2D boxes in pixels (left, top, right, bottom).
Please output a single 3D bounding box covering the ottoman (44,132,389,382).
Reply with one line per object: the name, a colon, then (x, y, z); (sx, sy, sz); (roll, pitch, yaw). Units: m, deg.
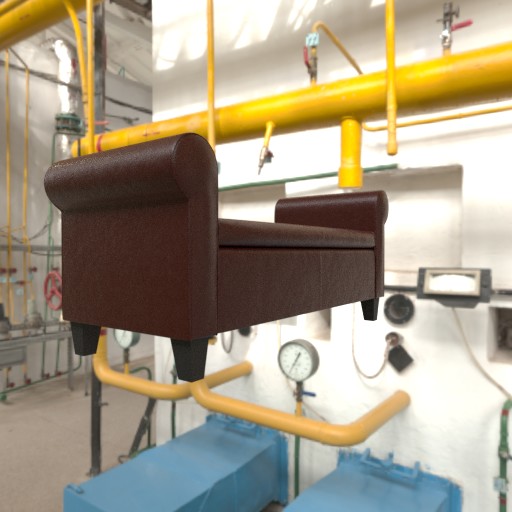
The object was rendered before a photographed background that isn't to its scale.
ottoman: (0.000, 0.000, 1.556); (0.521, 0.547, 1.256); (0, 1, 36)
